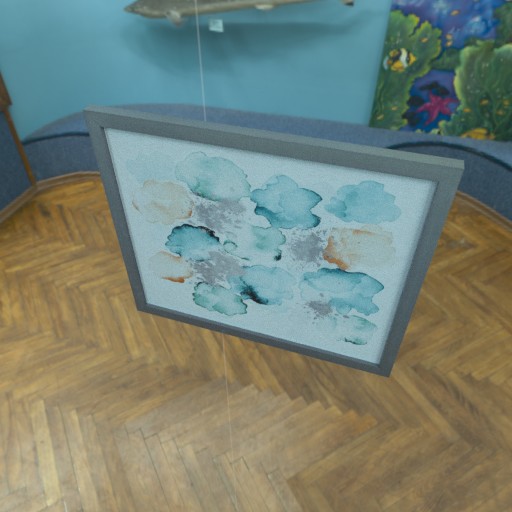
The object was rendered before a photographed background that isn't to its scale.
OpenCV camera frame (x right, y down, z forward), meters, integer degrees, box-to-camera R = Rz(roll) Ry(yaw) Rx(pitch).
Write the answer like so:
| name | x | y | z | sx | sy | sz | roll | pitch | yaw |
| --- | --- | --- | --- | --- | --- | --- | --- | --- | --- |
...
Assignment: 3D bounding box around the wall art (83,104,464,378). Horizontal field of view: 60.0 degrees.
| name | x | y | z | sx | sy | sz | roll | pitch | yaw |
| --- | --- | --- | --- | --- | --- | --- | --- | --- | --- |
| wall art | 0.000 | 0.000 | 0.930 | 0.660 | 0.558 | 0.026 | 12 | 44 | 13 |
